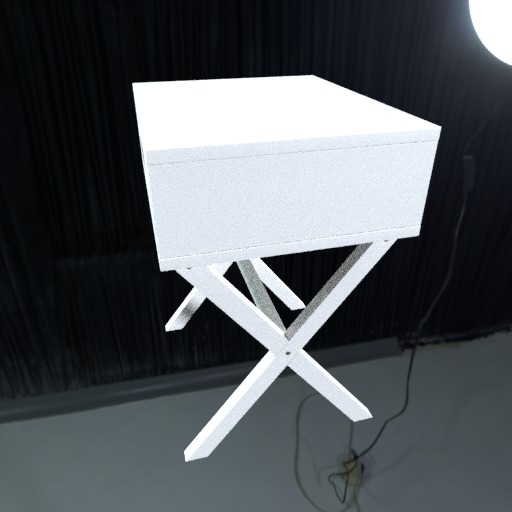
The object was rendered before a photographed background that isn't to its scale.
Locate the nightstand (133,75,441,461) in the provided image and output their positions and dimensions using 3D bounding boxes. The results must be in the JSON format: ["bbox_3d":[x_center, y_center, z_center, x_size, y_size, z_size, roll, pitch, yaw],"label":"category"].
[{"bbox_3d":[0.000,0.000,0.923,0.402,0.623,0.479,-8,31,-13],"label":"nightstand"}]
